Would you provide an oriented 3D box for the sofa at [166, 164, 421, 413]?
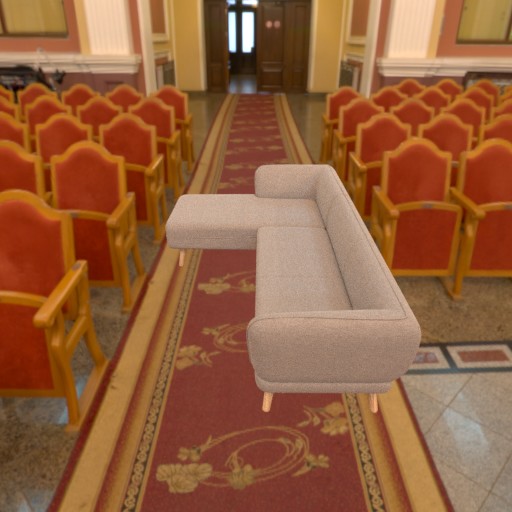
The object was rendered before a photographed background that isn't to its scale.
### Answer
[{"bbox_3d":[0.000,0.000,3.269,1.532,0.693,2.653,0,26,1],"label":"sofa"}]
